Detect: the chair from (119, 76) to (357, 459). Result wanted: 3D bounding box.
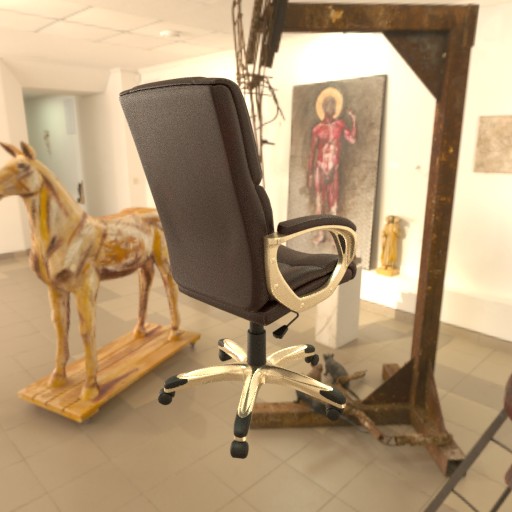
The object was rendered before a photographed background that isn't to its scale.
[{"bbox_3d":[0.000,0.000,1.562,0.739,1.107,0.662,-14,21,-43],"label":"chair"}]
